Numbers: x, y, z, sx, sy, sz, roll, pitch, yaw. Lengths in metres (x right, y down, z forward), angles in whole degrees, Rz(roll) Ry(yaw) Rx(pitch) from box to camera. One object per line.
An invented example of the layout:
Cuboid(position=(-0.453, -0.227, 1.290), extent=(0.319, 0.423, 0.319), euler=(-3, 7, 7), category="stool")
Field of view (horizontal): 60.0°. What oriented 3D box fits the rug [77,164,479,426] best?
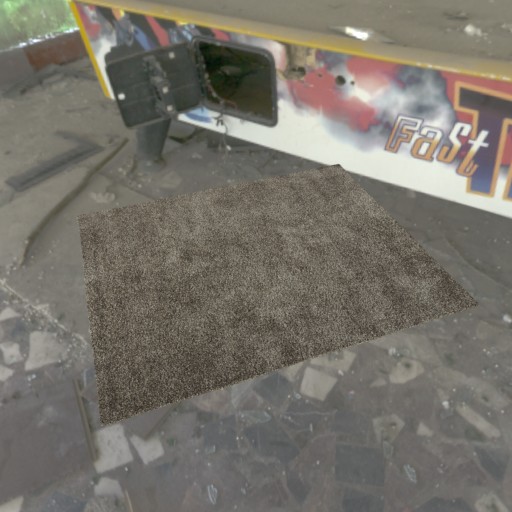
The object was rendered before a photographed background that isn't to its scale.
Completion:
Cuboid(position=(0.000, 0.000, 4.063), extent=(3.000, 0.025, 2.401), euler=(-14, 43, -15), category="rug")
